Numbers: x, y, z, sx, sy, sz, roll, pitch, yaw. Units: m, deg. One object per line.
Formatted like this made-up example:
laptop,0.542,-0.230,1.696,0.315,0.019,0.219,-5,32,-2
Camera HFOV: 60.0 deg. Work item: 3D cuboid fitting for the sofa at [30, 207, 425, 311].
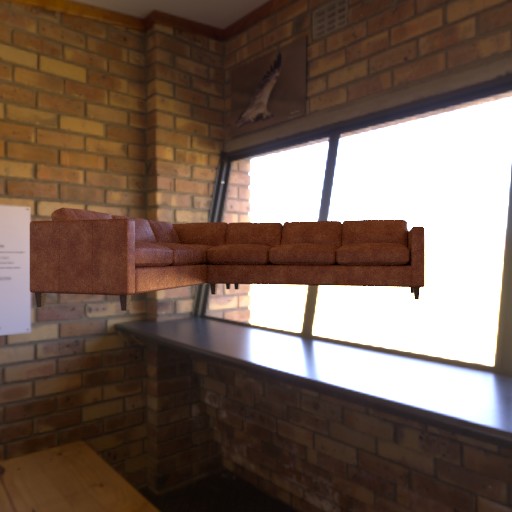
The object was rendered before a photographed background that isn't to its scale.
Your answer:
sofa,0.000,0.000,4.331,3.150,0.838,2.438,0,0,17
